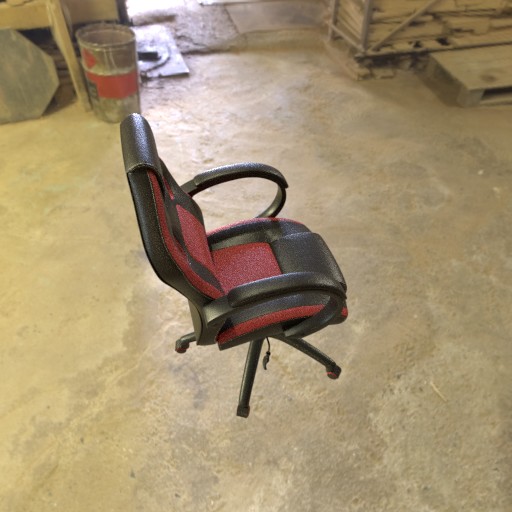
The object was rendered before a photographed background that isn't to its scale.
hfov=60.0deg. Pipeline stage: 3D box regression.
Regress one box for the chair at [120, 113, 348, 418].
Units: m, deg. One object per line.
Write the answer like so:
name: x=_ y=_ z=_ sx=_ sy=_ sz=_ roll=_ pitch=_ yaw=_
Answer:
chair: x=0.000 y=0.000 z=1.717 sx=0.783 sy=1.189 sz=0.750 roll=-11 pitch=48 yaw=-10
